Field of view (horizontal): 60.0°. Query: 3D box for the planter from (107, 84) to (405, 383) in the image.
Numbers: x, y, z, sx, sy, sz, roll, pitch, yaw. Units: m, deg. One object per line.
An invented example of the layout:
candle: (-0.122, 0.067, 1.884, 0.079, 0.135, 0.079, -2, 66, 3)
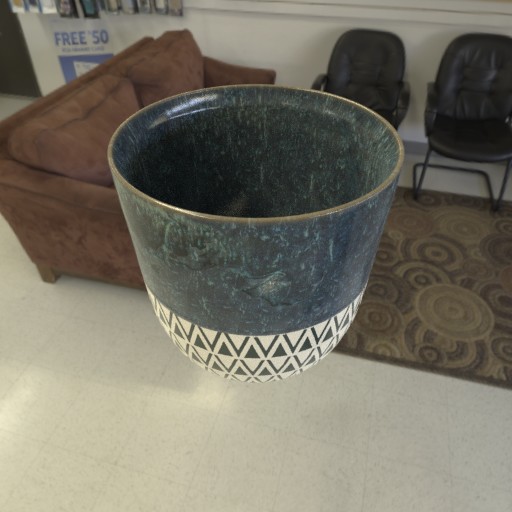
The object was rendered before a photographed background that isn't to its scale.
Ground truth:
planter: (0.000, 0.000, 0.368, 0.195, 0.214, 0.195, 0, 41, 0)
